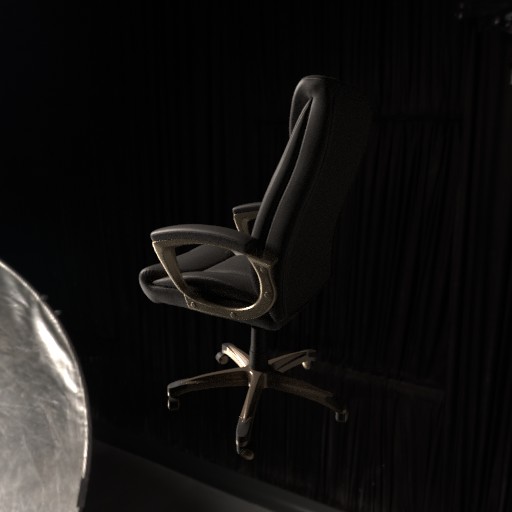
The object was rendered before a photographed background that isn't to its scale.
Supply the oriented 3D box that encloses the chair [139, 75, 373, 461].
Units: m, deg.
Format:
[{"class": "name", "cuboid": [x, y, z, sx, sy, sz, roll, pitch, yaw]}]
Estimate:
[{"class": "chair", "cuboid": [0.000, 0.000, 1.641, 0.748, 1.188, 0.694, 7, 17, 25]}]
